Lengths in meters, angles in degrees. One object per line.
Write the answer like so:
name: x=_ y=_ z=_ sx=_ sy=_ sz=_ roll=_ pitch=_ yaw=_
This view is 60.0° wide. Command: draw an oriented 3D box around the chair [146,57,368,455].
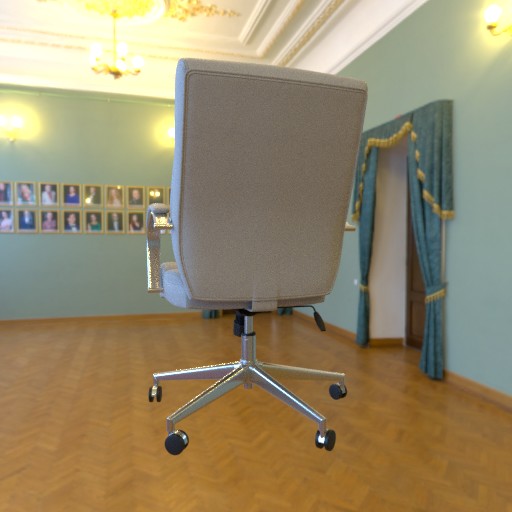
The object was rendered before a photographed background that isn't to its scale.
chair: x=0.000 y=0.000 z=1.558 sx=0.727 sy=1.099 sz=0.745 roll=-1 pitch=2 yaw=-18
